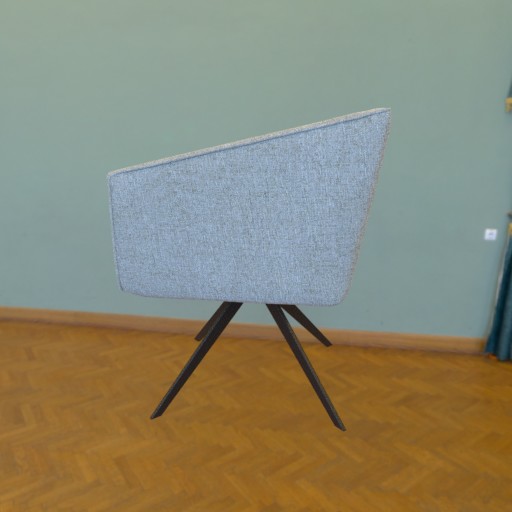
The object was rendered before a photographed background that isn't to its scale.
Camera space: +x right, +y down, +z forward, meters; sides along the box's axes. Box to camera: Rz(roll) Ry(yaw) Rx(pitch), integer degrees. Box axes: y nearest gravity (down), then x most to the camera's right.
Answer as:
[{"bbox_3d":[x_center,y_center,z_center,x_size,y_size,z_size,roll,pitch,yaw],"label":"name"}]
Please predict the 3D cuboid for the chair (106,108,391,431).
[{"bbox_3d":[0.000,0.000,1.274,0.623,0.760,0.628,2,14,8],"label":"chair"}]
